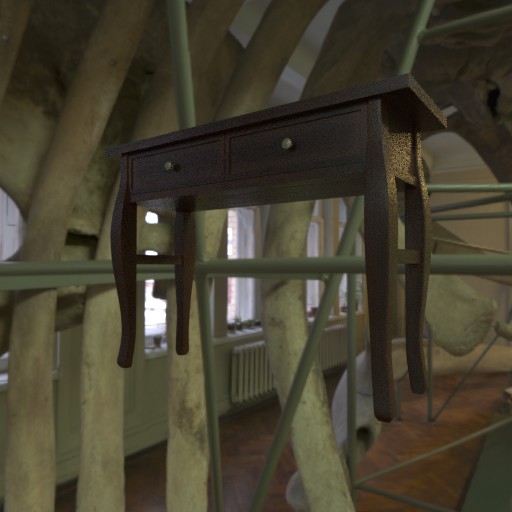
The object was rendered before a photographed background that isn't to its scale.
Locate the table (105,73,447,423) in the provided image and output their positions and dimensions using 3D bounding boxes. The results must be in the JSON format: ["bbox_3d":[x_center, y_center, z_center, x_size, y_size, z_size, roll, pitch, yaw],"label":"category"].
[{"bbox_3d":[0.000,0.000,1.398,1.062,0.768,0.373,-1,-2,35],"label":"table"}]
